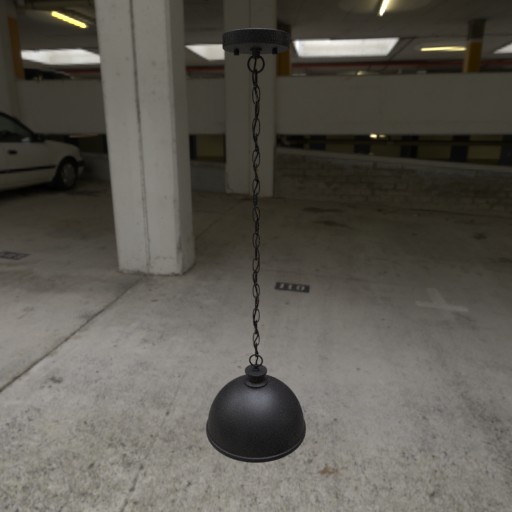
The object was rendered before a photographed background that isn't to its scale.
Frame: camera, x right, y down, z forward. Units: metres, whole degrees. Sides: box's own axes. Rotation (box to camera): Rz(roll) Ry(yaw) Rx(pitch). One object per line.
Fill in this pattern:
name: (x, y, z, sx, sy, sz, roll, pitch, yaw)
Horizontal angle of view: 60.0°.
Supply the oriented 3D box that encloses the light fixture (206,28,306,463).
light fixture: (0.000, 0.000, 1.204, 0.304, 1.090, 0.304, 3, 17, 9)
